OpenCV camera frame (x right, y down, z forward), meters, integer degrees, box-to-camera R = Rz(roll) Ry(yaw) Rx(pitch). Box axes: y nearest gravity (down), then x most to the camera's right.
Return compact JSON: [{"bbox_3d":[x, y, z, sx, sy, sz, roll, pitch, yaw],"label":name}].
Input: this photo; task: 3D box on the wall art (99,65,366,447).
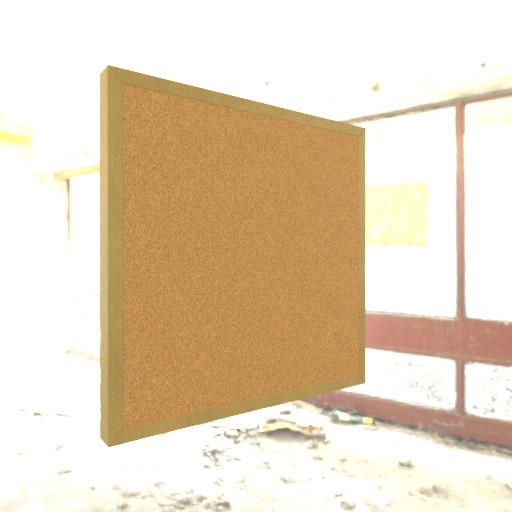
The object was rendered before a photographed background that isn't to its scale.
[{"bbox_3d":[0.000,0.000,0.749,0.508,0.508,0.038,0,0,-35],"label":"wall art"}]
